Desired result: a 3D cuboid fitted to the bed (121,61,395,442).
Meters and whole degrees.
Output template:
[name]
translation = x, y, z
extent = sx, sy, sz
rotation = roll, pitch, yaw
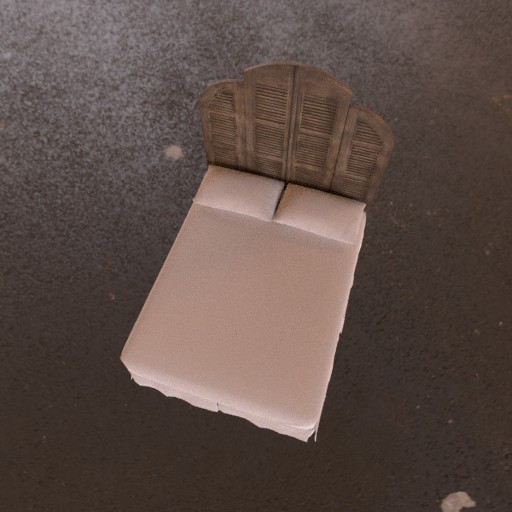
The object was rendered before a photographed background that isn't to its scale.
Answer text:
[bed]
translation = 0.000, 0.000, 3.484
extent = 1.713, 2.019, 2.138
rotation = 16, 62, 9
